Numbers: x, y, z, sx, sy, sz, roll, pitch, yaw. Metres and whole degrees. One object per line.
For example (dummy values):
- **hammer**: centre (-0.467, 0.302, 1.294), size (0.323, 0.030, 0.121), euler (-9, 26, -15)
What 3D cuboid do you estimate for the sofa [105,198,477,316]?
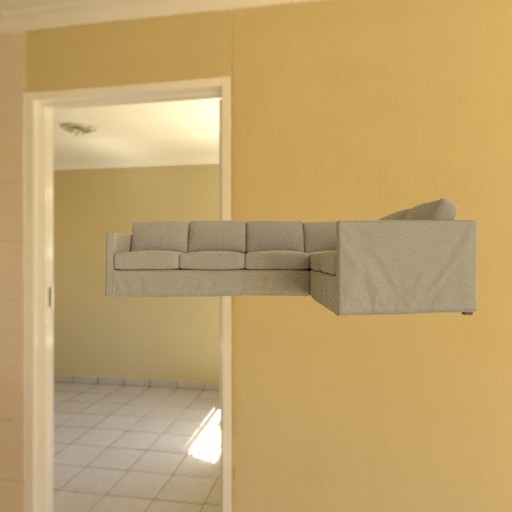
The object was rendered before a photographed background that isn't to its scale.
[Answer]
- **sofa**: centre (0.000, 0.000, 4.373), size (3.182, 0.871, 2.432), euler (0, 0, 0)
